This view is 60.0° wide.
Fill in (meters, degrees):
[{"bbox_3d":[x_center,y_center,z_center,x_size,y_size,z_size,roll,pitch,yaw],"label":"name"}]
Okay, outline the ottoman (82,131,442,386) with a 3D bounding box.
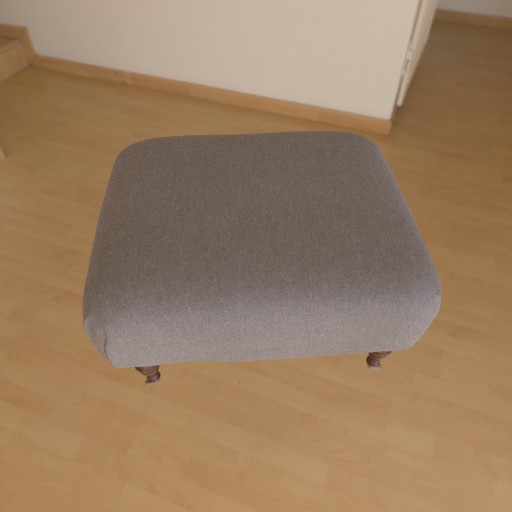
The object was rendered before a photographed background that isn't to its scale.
[{"bbox_3d":[0.000,0.000,1.155,0.747,0.450,0.622,-3,48,-3],"label":"ottoman"}]
